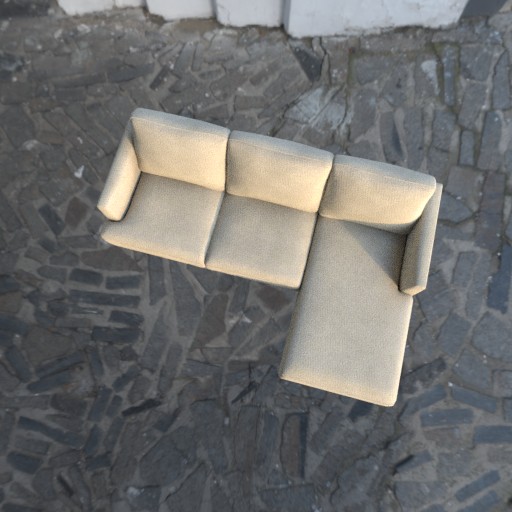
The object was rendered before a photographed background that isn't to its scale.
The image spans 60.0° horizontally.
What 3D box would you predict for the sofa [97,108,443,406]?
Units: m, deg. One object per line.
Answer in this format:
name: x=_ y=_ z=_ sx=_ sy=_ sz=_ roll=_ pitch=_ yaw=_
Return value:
sofa: x=0.000 y=0.000 z=3.082 sx=2.233 sy=0.956 sz=1.504 roll=14 pitch=75 yaw=4
